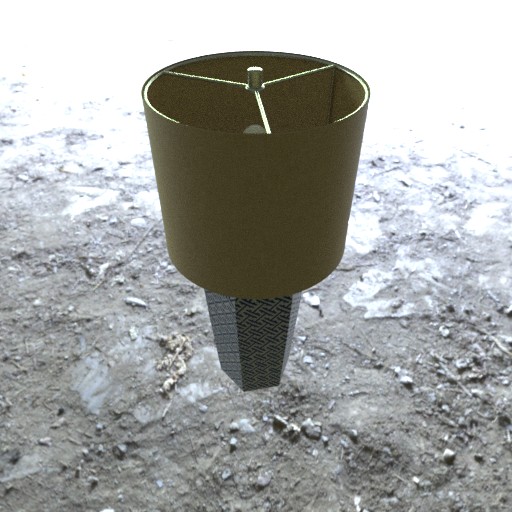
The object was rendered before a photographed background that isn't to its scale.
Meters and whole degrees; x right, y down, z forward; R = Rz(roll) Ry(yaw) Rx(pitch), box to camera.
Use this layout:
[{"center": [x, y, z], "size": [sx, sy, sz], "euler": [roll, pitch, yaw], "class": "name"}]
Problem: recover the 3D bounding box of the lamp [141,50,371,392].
[{"center": [0.000, 0.000, 0.837], "size": [0.320, 0.682, 0.320], "euler": [-26, 47, -27], "class": "lamp"}]
